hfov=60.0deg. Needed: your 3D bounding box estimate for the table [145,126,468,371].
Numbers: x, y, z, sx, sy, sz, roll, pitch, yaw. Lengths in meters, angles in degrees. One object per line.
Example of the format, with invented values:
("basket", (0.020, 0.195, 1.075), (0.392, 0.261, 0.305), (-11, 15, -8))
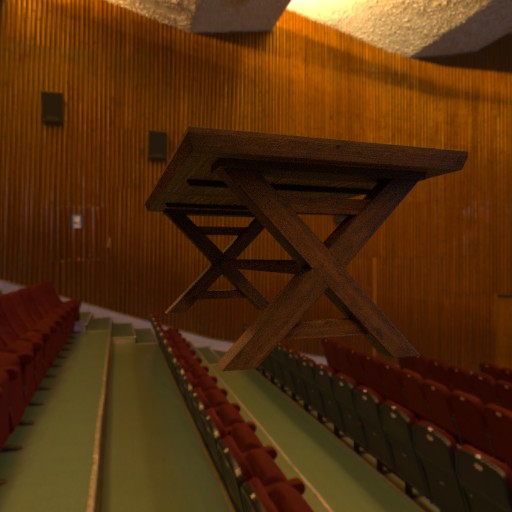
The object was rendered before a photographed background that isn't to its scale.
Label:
("table", (0.000, 0.000, 2.462), (1.071, 0.793, 1.966), (0, 0, -18))
